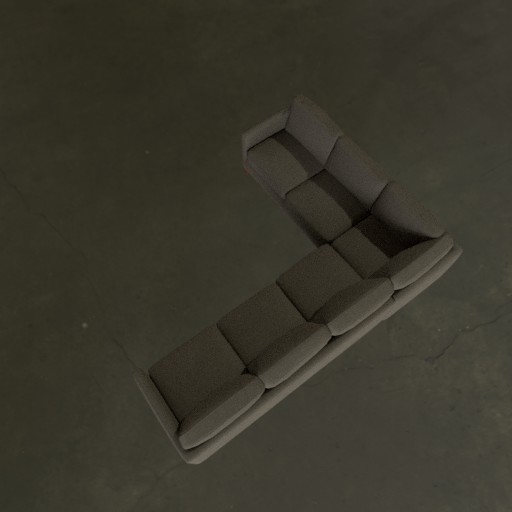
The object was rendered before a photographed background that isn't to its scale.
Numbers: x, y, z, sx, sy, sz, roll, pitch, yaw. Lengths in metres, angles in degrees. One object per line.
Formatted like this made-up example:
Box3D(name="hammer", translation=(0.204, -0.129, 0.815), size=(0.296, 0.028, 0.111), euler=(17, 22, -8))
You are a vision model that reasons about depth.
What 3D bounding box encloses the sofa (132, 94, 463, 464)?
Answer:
Box3D(name="sofa", translation=(0.000, 0.000, 4.639), size=(3.302, 0.947, 2.593), euler=(-34, 68, -15))
